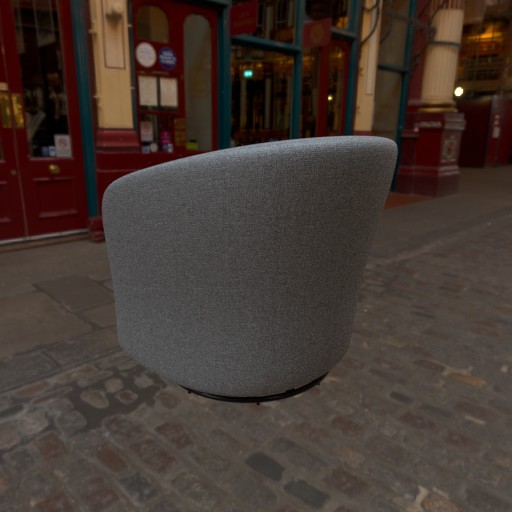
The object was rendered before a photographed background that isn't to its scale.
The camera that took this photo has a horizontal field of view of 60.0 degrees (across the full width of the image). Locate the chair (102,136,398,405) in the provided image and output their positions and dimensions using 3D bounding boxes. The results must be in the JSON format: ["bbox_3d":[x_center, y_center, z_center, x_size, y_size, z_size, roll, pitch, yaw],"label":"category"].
[{"bbox_3d":[0.000,0.000,1.464,0.791,0.771,0.815,-15,21,-42],"label":"chair"}]
